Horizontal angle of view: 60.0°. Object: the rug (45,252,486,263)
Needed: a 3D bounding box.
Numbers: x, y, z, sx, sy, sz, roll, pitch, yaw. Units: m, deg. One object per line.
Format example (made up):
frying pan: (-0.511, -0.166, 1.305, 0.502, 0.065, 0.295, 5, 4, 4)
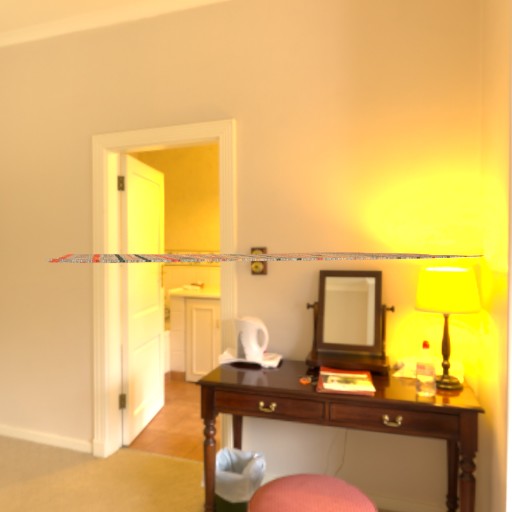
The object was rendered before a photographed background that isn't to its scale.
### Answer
rug: (0.000, 0.000, 3.018, 2.439, 0.029, 1.537, 0, 1, -19)
